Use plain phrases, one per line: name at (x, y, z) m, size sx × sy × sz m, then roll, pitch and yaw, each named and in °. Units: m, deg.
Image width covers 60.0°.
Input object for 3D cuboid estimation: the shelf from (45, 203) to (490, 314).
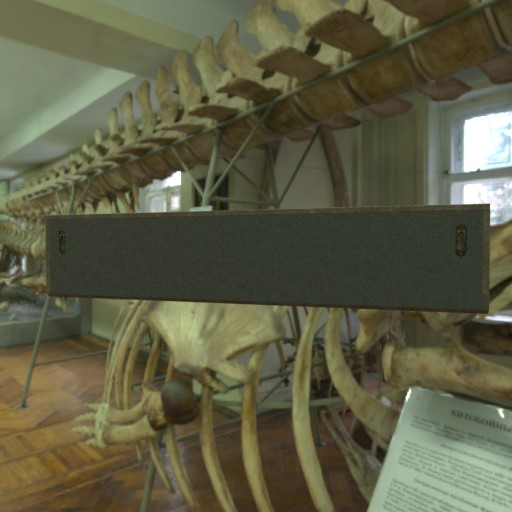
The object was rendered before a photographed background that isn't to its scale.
shelf at (0.000, 0.000, 0.682) m, size 0.610 × 0.125 × 0.200 m, roll 0°, pitch 1°, yaw 17°
